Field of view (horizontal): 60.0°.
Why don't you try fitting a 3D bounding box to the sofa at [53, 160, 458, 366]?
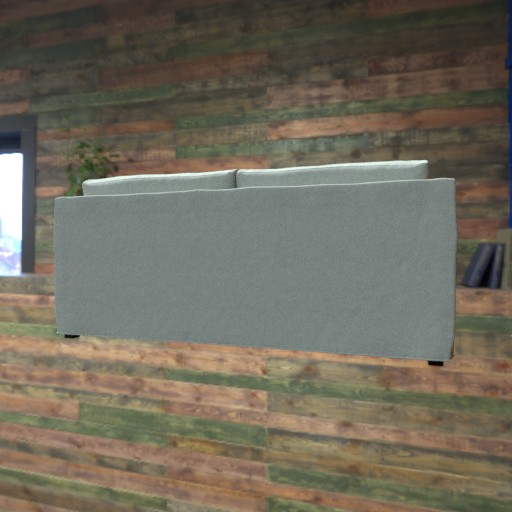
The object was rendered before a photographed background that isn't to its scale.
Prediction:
[{"bbox_3d":[0.000,0.000,2.463,1.987,0.870,0.940,0,0,18],"label":"sofa"}]
